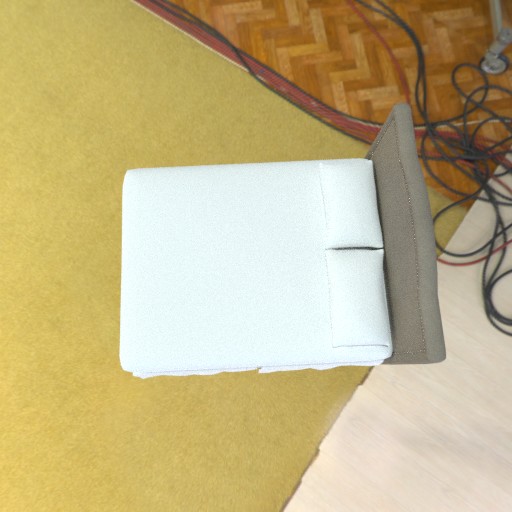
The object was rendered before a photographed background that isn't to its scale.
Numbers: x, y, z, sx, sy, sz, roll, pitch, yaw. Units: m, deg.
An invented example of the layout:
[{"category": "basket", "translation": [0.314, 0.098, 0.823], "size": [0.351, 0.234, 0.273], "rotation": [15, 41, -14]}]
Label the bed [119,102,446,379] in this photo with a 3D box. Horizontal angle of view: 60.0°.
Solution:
[{"category": "bed", "translation": [0.000, 0.000, 3.336], "size": [2.128, 1.441, 1.744], "rotation": [-3, 77, -1]}]
